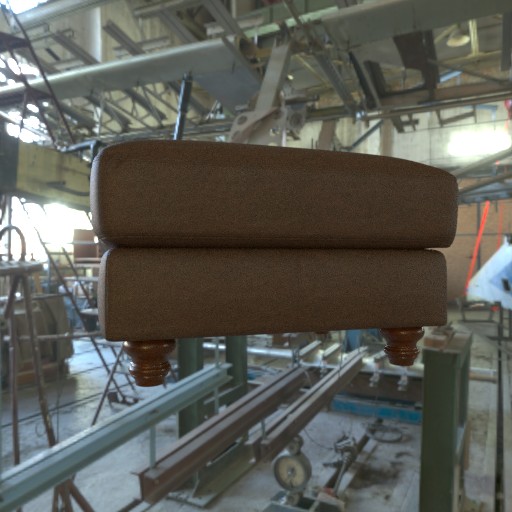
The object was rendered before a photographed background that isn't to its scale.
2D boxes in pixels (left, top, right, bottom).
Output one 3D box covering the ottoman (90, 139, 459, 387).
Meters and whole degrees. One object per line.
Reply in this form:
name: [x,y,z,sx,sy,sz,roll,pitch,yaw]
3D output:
ottoman: [0.000,0.000,1.163,0.787,0.508,0.635,0,0,-17]
